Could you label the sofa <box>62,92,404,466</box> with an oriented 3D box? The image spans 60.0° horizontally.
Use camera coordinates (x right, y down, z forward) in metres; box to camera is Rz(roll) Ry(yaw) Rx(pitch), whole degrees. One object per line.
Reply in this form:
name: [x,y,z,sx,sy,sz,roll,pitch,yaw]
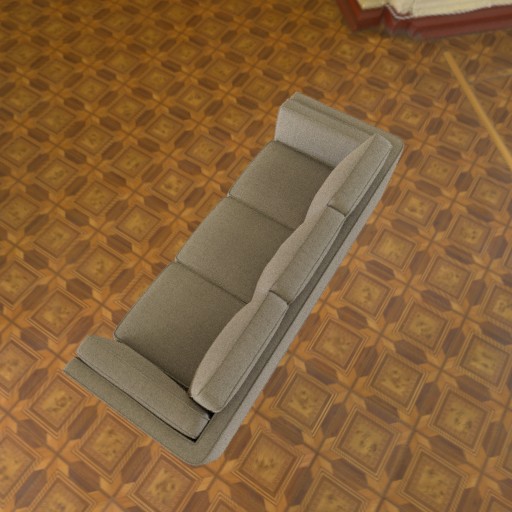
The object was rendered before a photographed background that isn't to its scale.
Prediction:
sofa: [0.000,0.000,2.795,0.903,0.899,2.362,30,66,14]
